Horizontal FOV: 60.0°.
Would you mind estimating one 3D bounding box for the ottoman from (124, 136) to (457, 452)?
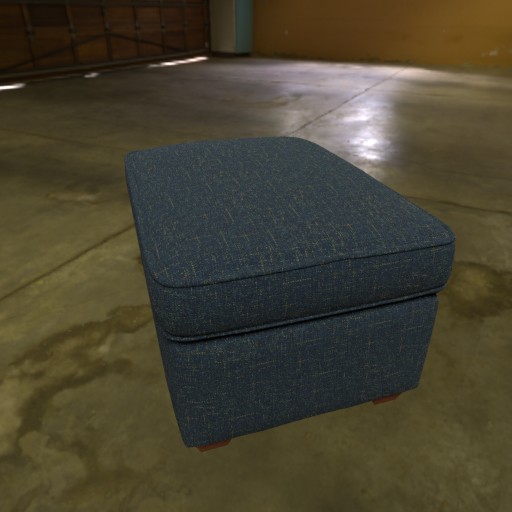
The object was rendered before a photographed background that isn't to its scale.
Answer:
[{"bbox_3d":[0.000,0.000,1.086,0.549,0.450,0.749,-9,30,-16],"label":"ottoman"}]
